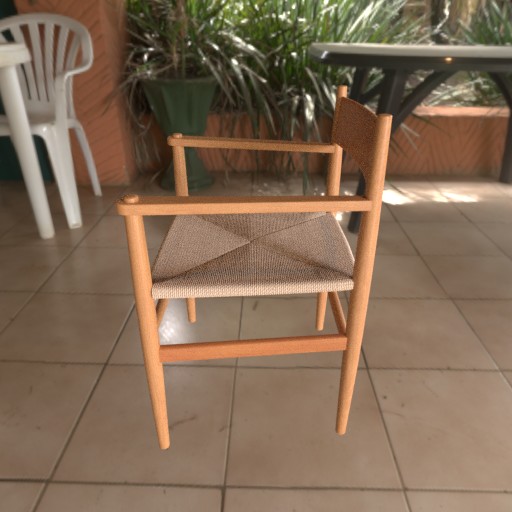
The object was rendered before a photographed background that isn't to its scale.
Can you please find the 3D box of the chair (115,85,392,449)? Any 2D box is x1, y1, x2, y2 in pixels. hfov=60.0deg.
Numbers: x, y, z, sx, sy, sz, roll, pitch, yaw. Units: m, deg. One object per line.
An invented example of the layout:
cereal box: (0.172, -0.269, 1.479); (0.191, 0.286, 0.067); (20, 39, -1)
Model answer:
chair: (0.000, 0.000, 1.119); (0.495, 0.762, 0.556); (0, 27, 0)
